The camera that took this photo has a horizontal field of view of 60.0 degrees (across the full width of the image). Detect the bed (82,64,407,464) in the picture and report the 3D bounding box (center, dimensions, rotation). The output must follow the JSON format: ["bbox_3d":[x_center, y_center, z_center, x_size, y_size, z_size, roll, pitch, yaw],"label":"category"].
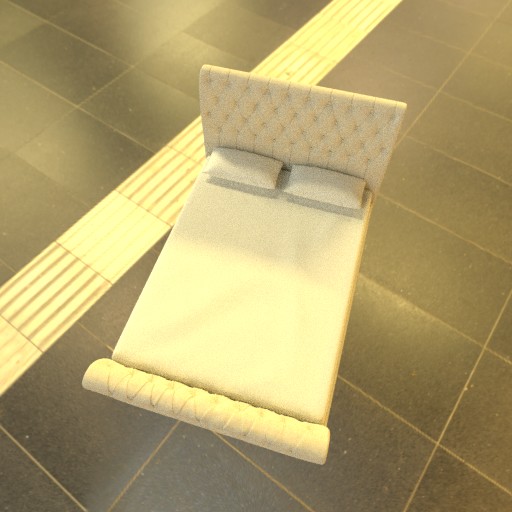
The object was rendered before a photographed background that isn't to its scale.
[{"bbox_3d":[0.000,0.000,3.317,1.606,1.268,2.493,14,60,9],"label":"bed"}]
